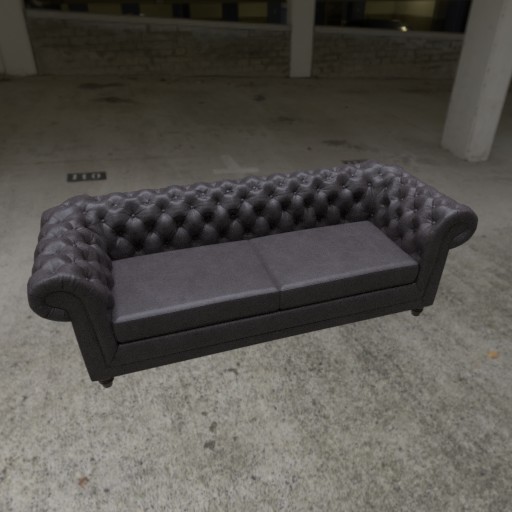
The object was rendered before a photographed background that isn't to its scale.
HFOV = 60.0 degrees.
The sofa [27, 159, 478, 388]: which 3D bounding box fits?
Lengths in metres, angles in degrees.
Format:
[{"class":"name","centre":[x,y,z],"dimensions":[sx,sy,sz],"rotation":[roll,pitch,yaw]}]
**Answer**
[{"class":"sofa","centre":[0.000,0.000,2.724],"dimensions":[2.385,0.783,0.944],"rotation":[-10,33,-15]}]
